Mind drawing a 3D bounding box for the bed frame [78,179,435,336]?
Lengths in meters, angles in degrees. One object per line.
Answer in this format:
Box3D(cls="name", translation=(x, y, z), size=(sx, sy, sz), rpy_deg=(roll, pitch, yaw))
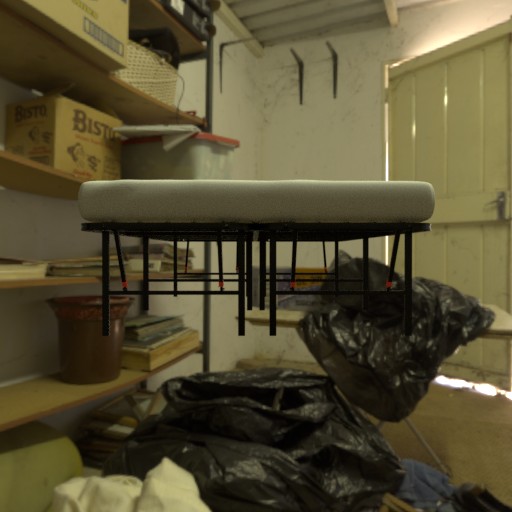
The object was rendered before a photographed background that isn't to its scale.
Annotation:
Box3D(cls="bed frame", translation=(0.000, 0.000, 2.604), size=(1.372, 0.637, 1.905), rpy_deg=(0, 0, 0))
